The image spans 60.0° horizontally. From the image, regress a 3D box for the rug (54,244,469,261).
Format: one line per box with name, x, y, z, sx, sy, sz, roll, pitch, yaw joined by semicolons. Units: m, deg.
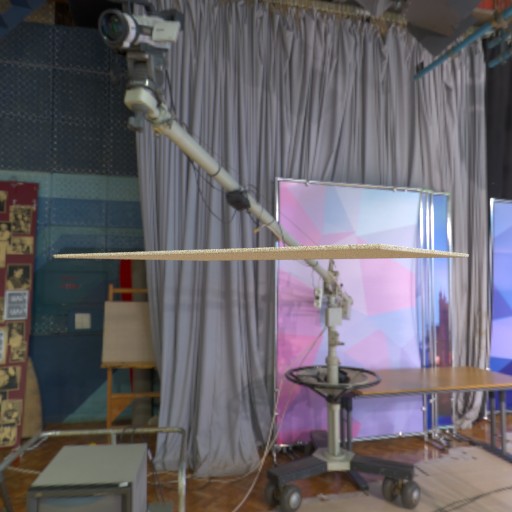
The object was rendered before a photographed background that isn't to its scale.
rug;0.000;0.000;3.459;2.699;0.025;1.800;-1;-2;37
